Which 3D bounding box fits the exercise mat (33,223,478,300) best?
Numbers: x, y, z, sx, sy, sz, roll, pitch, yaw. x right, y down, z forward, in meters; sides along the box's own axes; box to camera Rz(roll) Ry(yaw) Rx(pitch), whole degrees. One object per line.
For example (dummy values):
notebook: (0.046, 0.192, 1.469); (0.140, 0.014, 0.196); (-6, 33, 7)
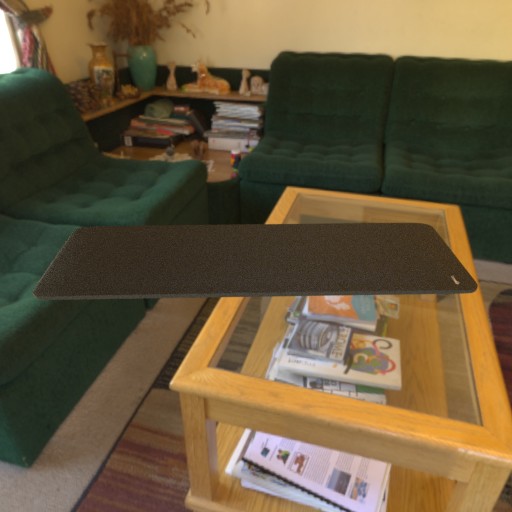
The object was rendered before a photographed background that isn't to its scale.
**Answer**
exercise mat: (0.000, 0.000, 2.074); (1.869, 0.021, 0.616); (-1, 31, -1)
